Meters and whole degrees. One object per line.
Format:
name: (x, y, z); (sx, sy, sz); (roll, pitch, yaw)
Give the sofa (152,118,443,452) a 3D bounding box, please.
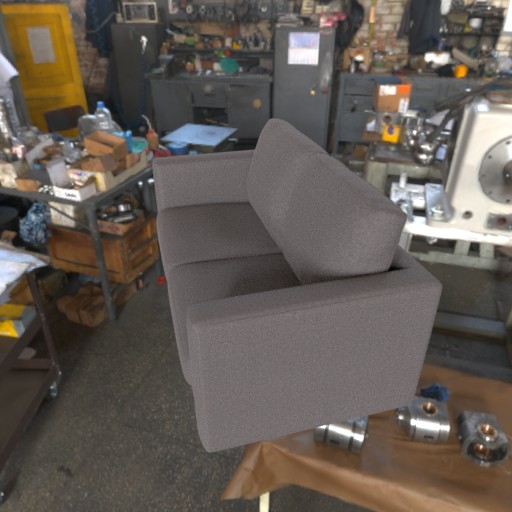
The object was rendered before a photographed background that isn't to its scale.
sofa: (0.000, 0.000, 1.945); (0.796, 0.908, 1.430); (-8, 32, -13)
